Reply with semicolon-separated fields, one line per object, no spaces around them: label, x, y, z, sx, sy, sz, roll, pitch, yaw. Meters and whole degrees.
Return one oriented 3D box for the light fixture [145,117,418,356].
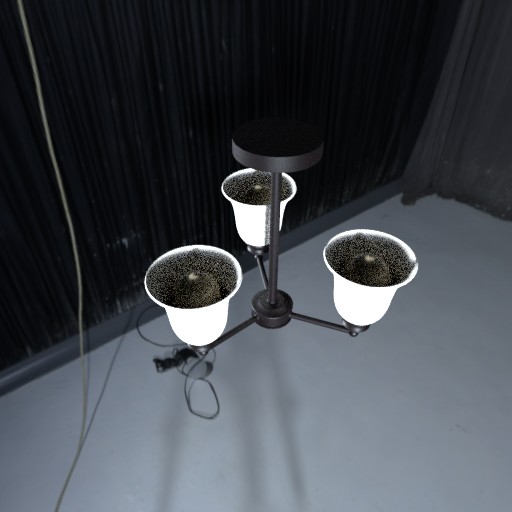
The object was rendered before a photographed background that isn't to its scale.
light fixture;0.000;0.000;0.680;0.354;0.370;0.388;-27;47;-29
